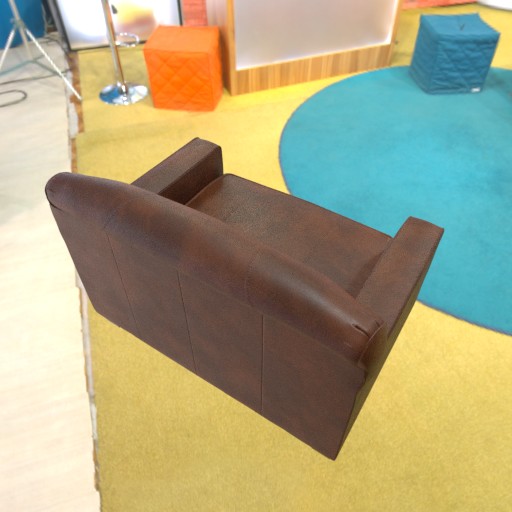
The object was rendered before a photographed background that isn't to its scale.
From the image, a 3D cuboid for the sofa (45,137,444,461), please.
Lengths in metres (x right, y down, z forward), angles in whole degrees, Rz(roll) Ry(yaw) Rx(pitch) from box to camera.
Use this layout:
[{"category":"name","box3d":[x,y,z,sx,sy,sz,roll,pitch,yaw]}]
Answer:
[{"category":"sofa","box3d":[0.000,0.000,2.032,1.413,0.956,1.000,25,51,22]}]
